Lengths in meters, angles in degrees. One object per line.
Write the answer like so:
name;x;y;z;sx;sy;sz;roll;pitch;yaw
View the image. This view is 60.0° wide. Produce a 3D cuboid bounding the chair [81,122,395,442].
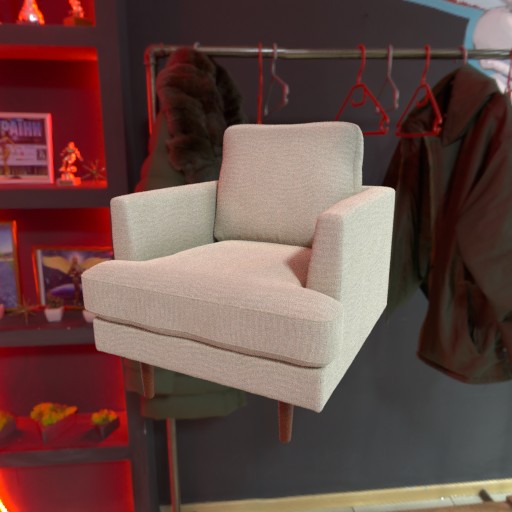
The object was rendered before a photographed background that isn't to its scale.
chair;0.000;0.000;1.624;0.858;0.957;0.899;7;16;26
